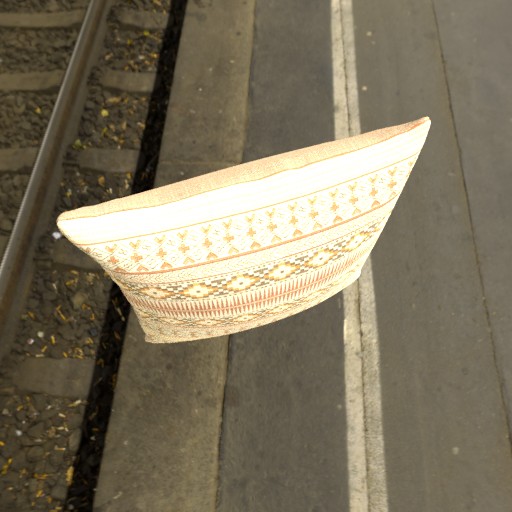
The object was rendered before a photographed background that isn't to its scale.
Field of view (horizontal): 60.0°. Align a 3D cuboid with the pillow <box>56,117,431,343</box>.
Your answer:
[{"bbox_3d":[0.000,0.000,0.799,0.521,0.519,0.215,-17,64,-8],"label":"pillow"}]
